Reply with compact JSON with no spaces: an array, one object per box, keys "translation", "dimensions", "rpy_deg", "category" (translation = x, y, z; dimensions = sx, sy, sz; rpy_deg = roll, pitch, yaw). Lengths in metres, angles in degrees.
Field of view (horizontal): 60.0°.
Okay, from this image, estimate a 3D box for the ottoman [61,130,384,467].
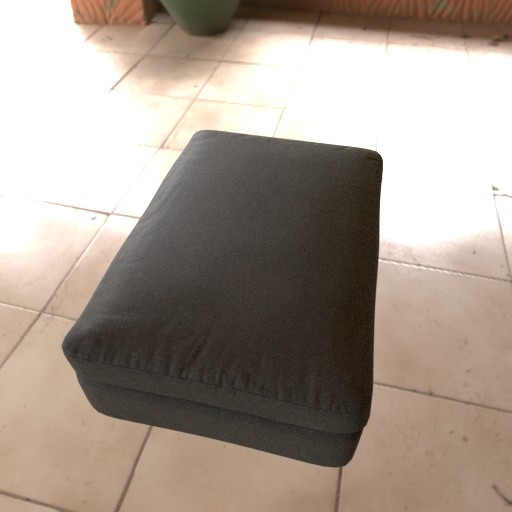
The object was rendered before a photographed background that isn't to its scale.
[{"translation":[0.000,0.000,1.588],"dimensions":[0.840,0.429,1.199],"rpy_deg":[9,46,9],"category":"ottoman"}]
